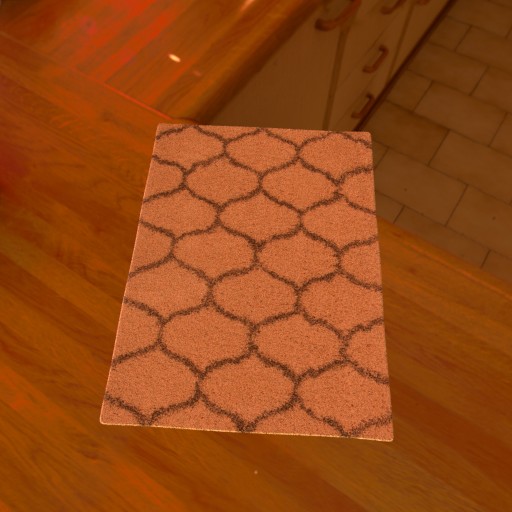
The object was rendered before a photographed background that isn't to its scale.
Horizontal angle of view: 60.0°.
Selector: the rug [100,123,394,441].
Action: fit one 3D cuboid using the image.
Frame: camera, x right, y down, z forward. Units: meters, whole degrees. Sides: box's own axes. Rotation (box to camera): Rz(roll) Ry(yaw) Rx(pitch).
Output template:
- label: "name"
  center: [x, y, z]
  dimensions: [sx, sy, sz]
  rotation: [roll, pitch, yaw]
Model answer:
- label: "rug"
  center: [0.000, 0.000, 2.150]
  dimensions: [1.200, 0.025, 1.600]
  rotation: [3, 64, 1]
